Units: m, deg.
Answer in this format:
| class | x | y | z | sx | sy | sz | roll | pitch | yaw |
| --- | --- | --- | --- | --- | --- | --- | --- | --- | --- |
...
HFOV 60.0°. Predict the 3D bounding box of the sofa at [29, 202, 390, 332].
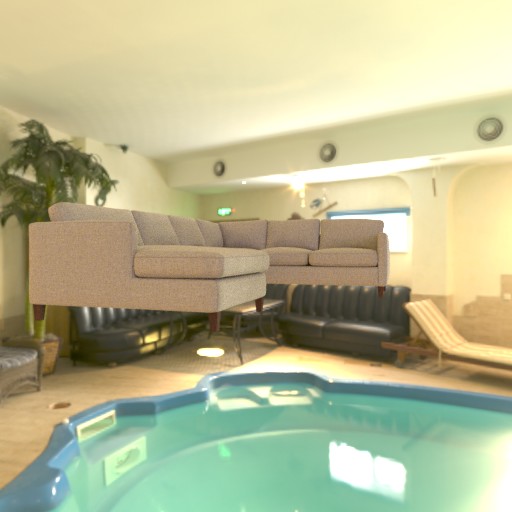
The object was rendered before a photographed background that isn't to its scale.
| class | x | y | z | sx | sy | sz | roll | pitch | yaw |
| --- | --- | --- | --- | --- | --- | --- | --- | --- | --- |
| sofa | 0.000 | 0.000 | 4.599 | 2.593 | 0.959 | 3.460 | 0 | 1 | 18 |
